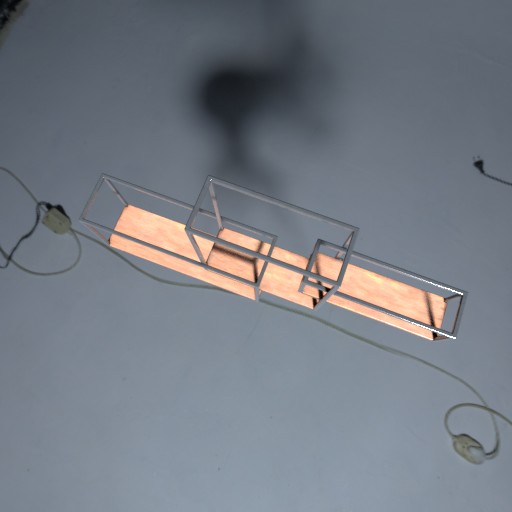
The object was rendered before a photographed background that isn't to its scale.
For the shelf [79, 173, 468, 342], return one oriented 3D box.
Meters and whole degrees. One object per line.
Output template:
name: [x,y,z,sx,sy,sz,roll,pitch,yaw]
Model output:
shelf: [0.000,0.000,2.121,1.781,0.972,0.275,20,77,5]
